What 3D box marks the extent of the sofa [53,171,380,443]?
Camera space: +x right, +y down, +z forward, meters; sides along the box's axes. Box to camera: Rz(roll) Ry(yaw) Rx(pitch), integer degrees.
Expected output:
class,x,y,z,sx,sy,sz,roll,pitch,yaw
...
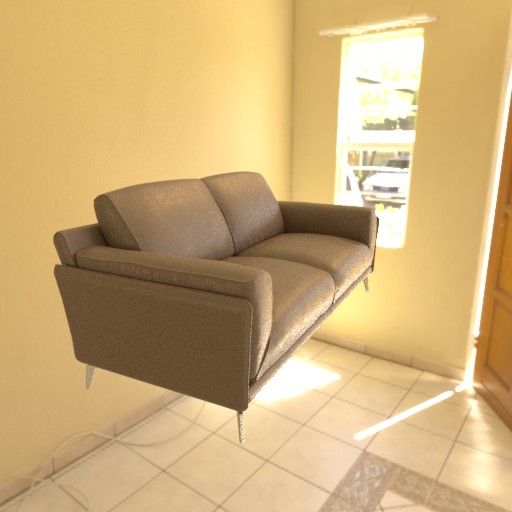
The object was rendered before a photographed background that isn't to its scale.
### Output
class,x,y,z,sx,sy,sz,roll,pitch,yaw
sofa,0.000,0.000,2.693,1.049,0.930,2.101,7,16,26
